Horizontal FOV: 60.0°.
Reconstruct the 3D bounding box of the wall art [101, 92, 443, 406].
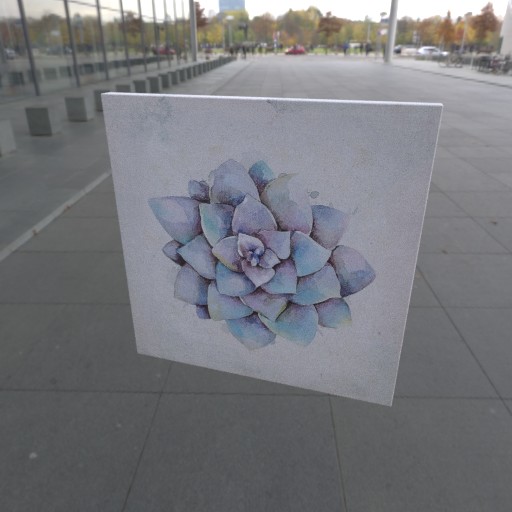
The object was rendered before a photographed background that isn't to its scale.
[{"bbox_3d":[0.000,0.000,1.129,0.762,0.762,0.038,8,26,16],"label":"wall art"}]
